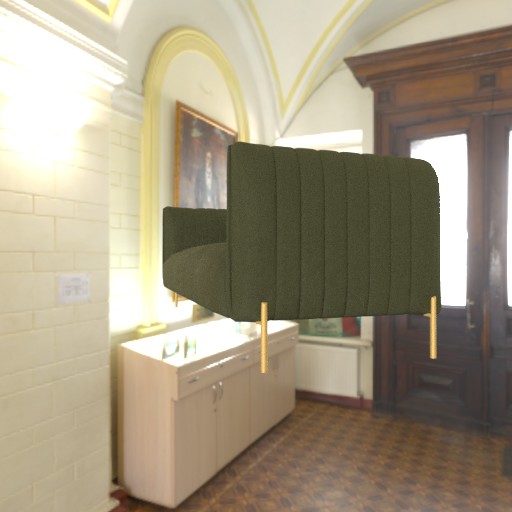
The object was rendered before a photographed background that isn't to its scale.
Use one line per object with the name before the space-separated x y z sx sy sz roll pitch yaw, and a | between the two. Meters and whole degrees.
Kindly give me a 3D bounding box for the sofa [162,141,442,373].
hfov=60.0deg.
sofa | 0.000 0.000 2.581 0.896 0.793 2.137 0 0 -18
